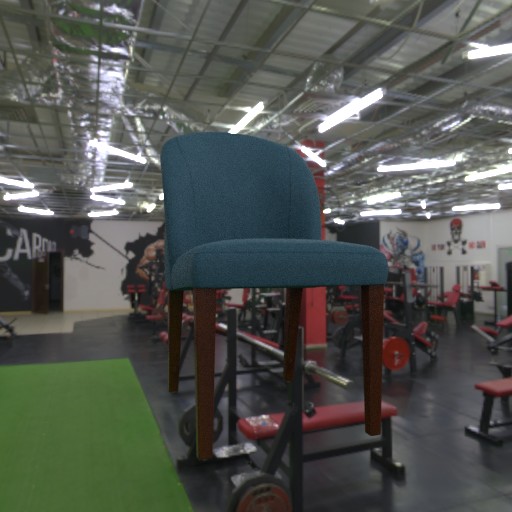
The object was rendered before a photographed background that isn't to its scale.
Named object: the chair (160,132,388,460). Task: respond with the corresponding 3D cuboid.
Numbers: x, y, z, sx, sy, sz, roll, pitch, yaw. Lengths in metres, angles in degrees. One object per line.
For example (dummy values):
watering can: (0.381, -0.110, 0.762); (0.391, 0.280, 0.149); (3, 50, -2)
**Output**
chair: (0.000, 0.000, 1.280); (0.507, 0.879, 0.620); (0, -1, -18)
